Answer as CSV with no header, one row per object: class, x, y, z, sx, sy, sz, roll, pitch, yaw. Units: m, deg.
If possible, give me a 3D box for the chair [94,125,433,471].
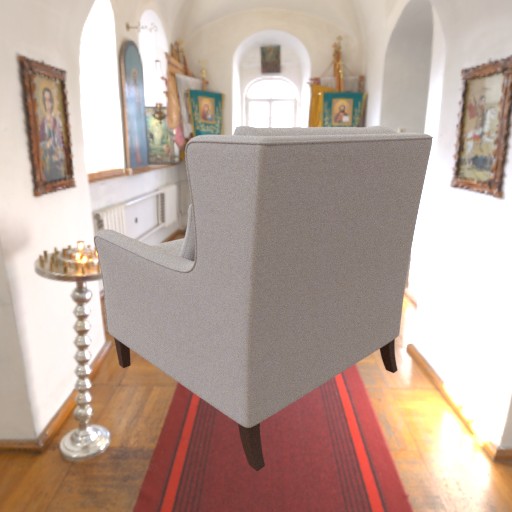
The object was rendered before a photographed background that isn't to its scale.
chair,0.000,0.000,1.871,0.982,1.056,1.040,-15,22,-42
